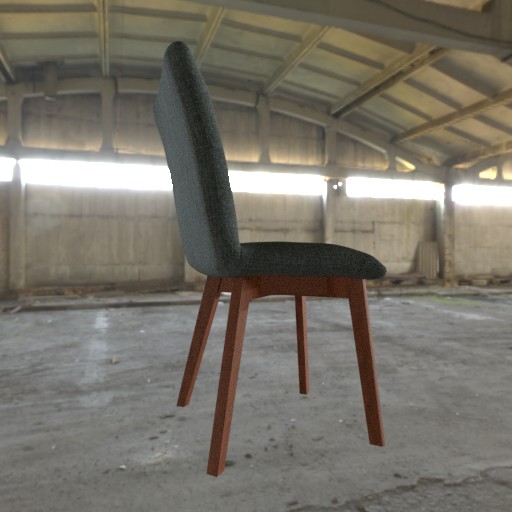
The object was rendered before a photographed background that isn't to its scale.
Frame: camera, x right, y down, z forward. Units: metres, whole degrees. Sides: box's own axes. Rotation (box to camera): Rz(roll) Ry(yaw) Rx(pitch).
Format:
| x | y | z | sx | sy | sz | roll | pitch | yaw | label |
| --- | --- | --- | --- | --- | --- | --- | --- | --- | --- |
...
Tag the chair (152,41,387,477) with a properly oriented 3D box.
| x | y | z | sx | sy | sz | roll | pitch | yaw | label |
| --- | --- | --- | --- | --- | --- | --- | --- | --- | --- |
| 0.000 | 0.000 | 1.275 | 0.563 | 0.974 | 0.522 | 0 | 0 | -18 | chair |
